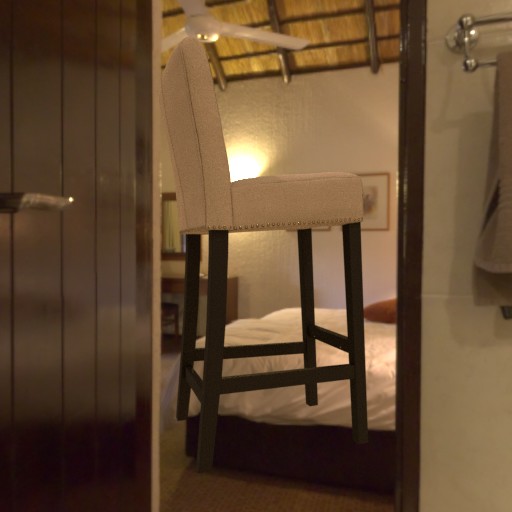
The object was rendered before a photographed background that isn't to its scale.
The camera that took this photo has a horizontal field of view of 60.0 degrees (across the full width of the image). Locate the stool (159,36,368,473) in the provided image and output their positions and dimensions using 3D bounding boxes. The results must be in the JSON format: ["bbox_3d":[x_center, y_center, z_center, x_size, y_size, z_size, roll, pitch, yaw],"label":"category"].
[{"bbox_3d":[0.000,0.000,1.310,0.548,1.047,0.411,0,1,-19],"label":"stool"}]
